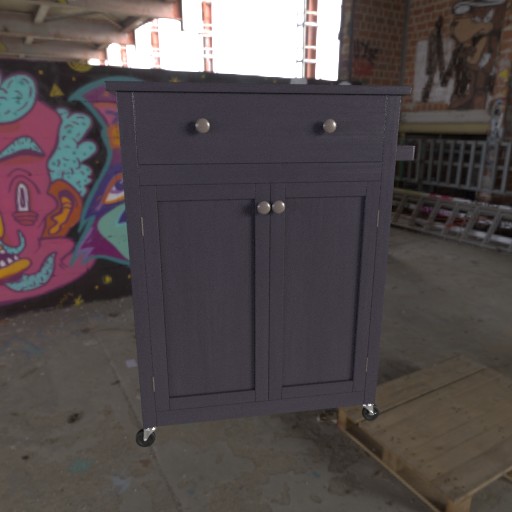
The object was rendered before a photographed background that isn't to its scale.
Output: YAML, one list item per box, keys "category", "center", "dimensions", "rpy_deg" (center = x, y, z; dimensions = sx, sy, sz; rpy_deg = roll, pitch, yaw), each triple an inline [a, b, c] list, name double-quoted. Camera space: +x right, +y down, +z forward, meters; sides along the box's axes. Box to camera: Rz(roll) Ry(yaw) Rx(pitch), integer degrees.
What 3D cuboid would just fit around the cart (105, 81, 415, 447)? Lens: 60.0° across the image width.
- category: "cart"
  center: [0.000, 0.000, 1.260]
  dimensions: [0.690, 0.878, 0.449]
  rpy_deg: [-3, 16, -9]
